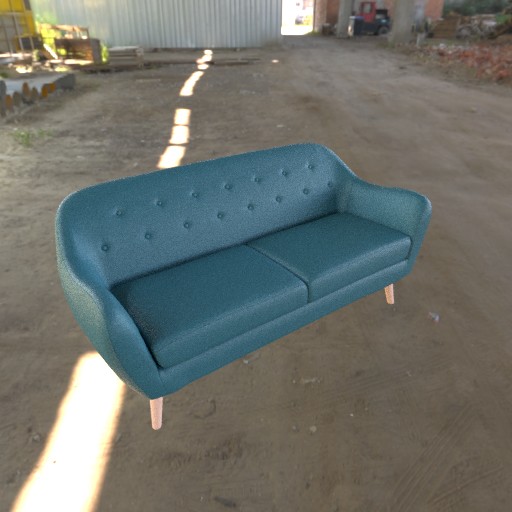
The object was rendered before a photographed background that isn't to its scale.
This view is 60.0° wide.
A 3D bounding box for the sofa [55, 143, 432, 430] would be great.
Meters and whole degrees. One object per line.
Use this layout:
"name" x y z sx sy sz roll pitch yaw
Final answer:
"sofa" 0.000 0.000 2.274 1.840 0.836 0.820 -20 34 -32
